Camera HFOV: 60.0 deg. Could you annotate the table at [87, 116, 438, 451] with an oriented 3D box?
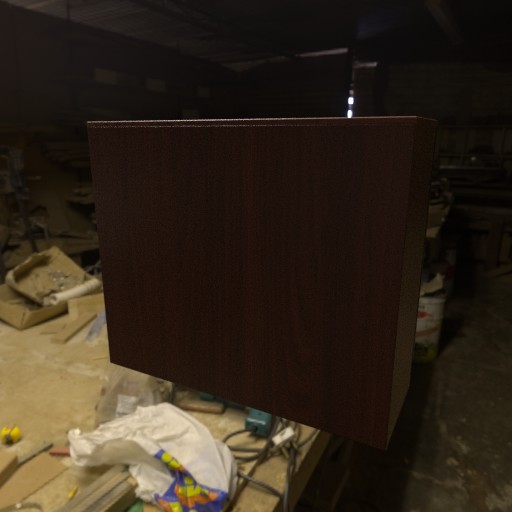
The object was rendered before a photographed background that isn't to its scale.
[{"bbox_3d":[0.000,0.000,1.360,0.930,0.790,0.380,8,17,27],"label":"table"}]
